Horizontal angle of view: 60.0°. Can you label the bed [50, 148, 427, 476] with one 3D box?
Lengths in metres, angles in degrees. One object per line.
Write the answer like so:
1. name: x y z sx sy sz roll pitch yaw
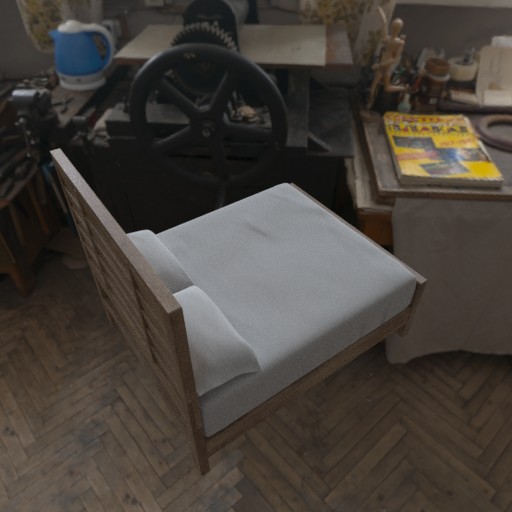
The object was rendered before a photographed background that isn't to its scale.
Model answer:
1. bed: 0.000 0.000 3.252 2.017 1.631 1.615 -26 48 -25
